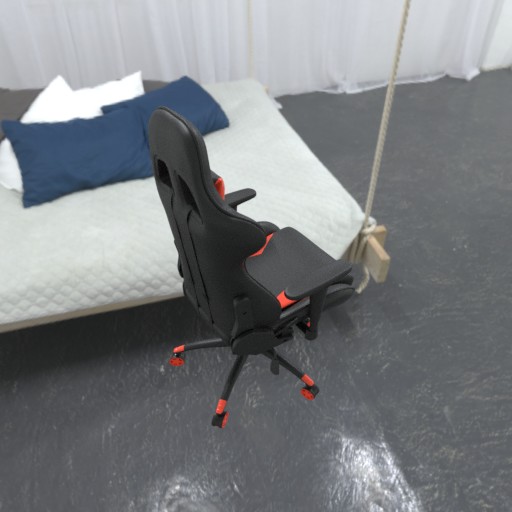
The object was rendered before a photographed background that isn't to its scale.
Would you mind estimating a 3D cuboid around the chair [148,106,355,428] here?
[{"bbox_3d":[0.000,0.000,1.736,0.730,1.282,0.695,-25,46,-26],"label":"chair"}]
